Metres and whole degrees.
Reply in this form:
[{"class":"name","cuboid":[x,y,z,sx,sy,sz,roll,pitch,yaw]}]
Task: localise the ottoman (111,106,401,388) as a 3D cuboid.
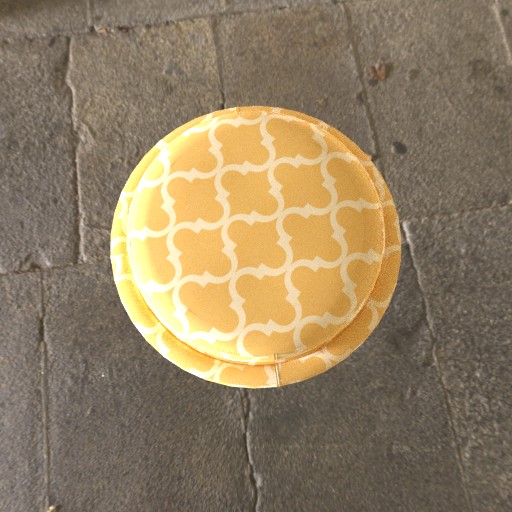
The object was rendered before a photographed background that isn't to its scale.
[{"class":"ottoman","cuboid":[0.000,0.000,0.857,0.480,0.429,0.480,0,77,0]}]
